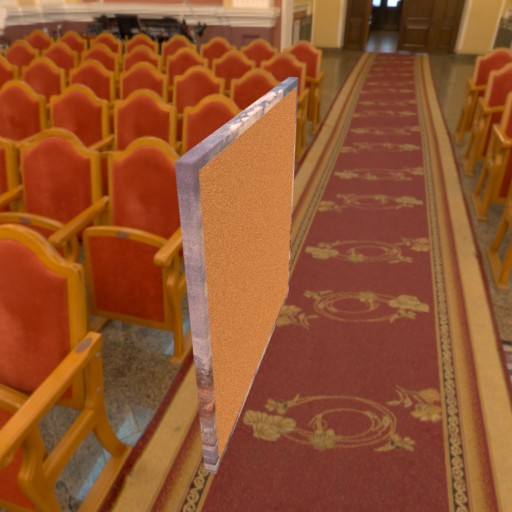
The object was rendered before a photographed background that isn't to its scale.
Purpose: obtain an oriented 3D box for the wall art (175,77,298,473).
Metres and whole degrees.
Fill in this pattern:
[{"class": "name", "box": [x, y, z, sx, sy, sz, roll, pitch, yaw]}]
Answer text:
[{"class": "wall art", "box": [0.000, 0.000, 1.553, 0.040, 1.020, 1.010, 9, 32, 14]}]
